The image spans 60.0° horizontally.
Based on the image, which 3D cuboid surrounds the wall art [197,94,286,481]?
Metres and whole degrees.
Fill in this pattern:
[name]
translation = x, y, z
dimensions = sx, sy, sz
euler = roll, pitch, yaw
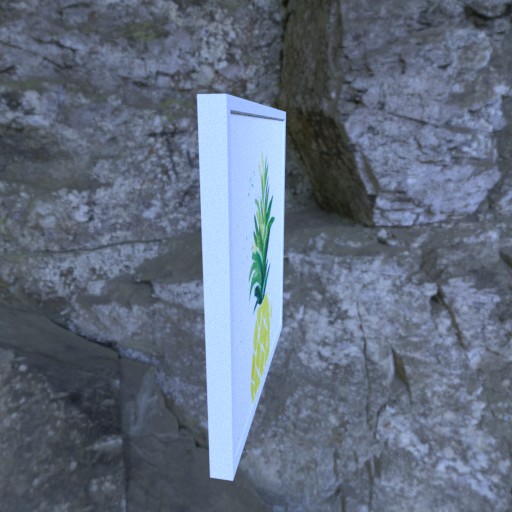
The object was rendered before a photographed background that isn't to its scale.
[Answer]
[wall art]
translation = 0.000, 0.000, 0.478
dimensions = 0.020, 0.307, 0.307
euler = 3, 16, 11
